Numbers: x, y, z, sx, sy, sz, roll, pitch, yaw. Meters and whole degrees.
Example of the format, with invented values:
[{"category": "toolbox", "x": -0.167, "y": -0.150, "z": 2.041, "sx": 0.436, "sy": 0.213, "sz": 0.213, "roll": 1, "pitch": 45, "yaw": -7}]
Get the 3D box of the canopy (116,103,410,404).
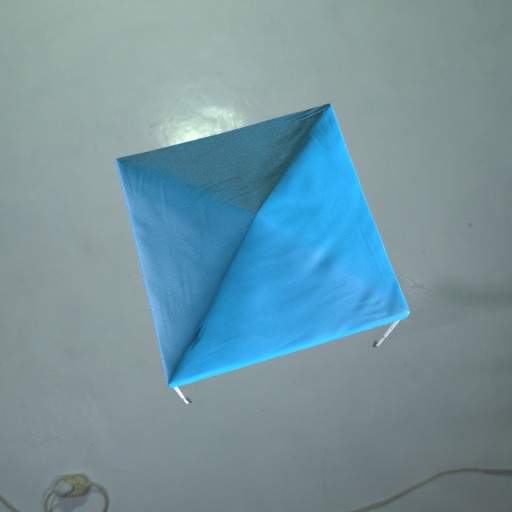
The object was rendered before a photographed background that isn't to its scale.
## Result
[{"category": "canopy", "x": 0.000, "y": 0.000, "z": 5.251, "sx": 2.849, "sy": 2.849, "sz": 2.848, "roll": -16, "pitch": 76, "yaw": -4}]
